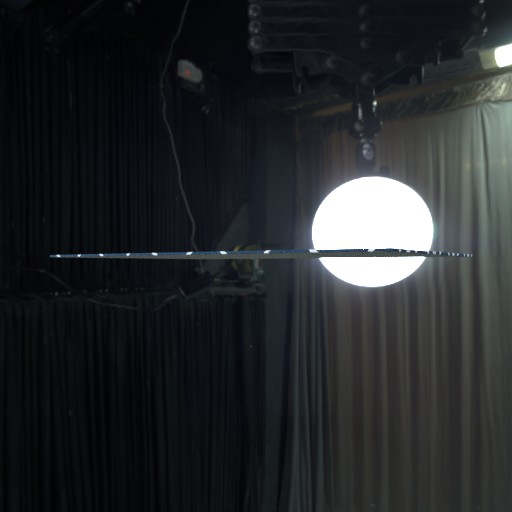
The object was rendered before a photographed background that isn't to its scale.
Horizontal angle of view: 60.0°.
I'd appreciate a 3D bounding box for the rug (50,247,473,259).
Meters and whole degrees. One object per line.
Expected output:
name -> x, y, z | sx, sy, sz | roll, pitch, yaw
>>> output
rug -> 0.000, 0.000, 2.183 | 1.753, 0.010, 1.143 | -1, -1, 36
